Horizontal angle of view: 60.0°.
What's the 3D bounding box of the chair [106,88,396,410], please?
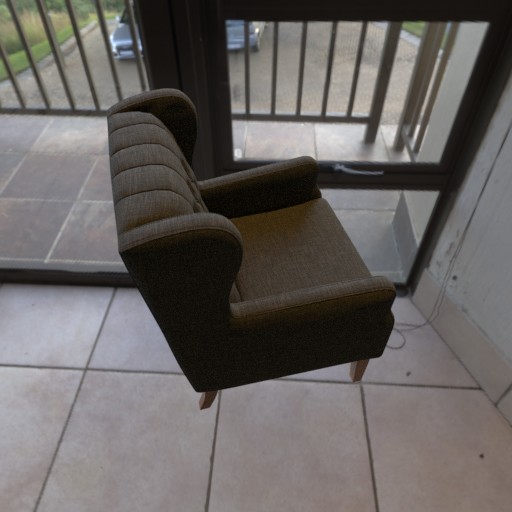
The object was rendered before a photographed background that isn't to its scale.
[{"bbox_3d":[0.000,0.000,1.516,0.775,0.953,0.711,-11,48,-10],"label":"chair"}]
